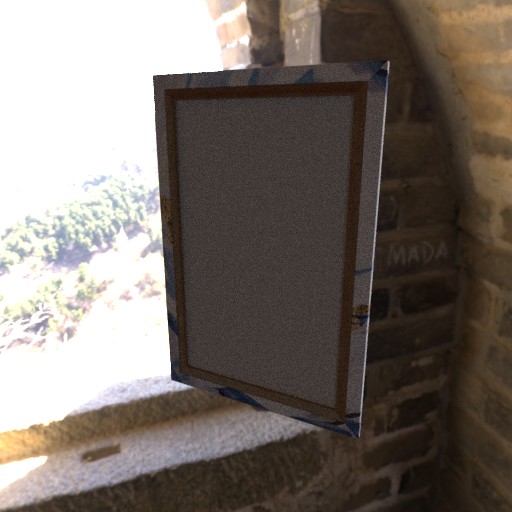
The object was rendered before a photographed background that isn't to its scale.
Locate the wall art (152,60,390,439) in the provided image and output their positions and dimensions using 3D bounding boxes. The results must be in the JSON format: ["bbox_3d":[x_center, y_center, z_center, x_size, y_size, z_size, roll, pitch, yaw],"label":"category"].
[{"bbox_3d":[0.000,0.000,1.165,0.610,0.914,0.016,8,19,26],"label":"wall art"}]
